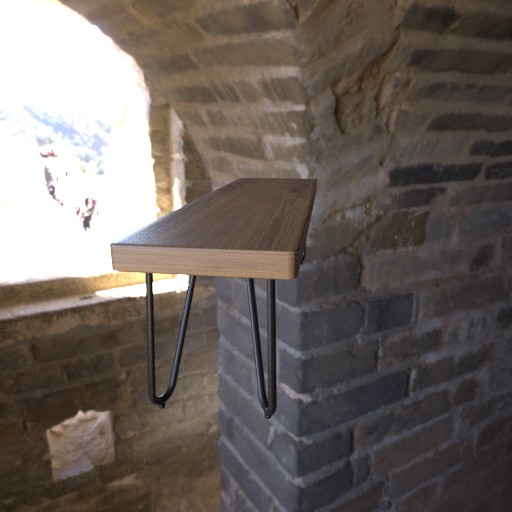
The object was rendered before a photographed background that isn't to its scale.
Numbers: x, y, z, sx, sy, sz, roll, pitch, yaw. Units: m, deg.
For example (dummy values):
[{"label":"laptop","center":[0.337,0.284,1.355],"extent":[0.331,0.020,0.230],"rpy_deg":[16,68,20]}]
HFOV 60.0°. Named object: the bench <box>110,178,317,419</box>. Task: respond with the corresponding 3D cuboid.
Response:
[{"label":"bench","center":[0.000,0.000,1.752],"extent":[0.425,0.462,1.570],"rpy_deg":[2,16,9]}]
